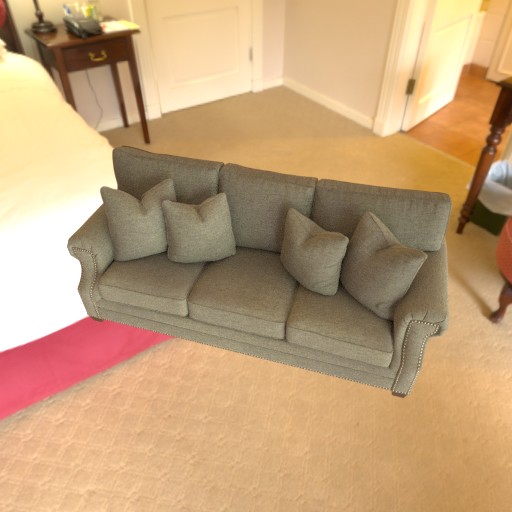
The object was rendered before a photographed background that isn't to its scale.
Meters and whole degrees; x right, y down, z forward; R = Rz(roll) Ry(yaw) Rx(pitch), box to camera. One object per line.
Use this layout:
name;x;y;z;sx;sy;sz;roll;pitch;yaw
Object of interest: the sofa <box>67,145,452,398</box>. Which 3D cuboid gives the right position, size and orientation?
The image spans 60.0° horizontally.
sofa;0.000;0.000;2.863;2.312;0.975;0.965;11;42;13
